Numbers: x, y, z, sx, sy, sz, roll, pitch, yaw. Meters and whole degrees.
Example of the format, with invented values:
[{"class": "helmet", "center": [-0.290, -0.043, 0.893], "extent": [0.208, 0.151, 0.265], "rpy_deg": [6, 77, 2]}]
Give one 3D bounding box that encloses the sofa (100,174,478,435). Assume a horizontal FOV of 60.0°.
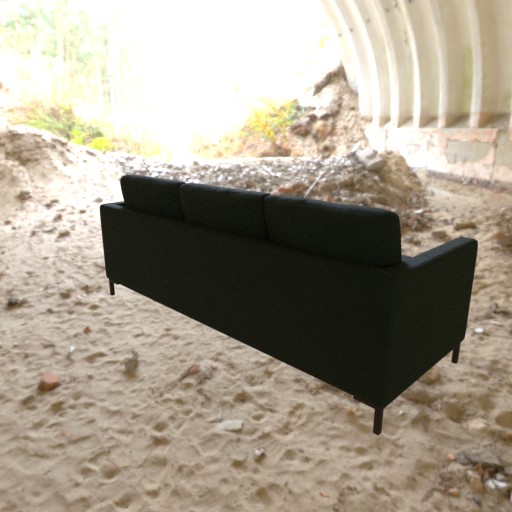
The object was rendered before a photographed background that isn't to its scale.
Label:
[{"class": "sofa", "center": [0.000, 0.000, 2.650], "extent": [2.218, 0.870, 0.859], "rpy_deg": [15, 22, 43]}]
